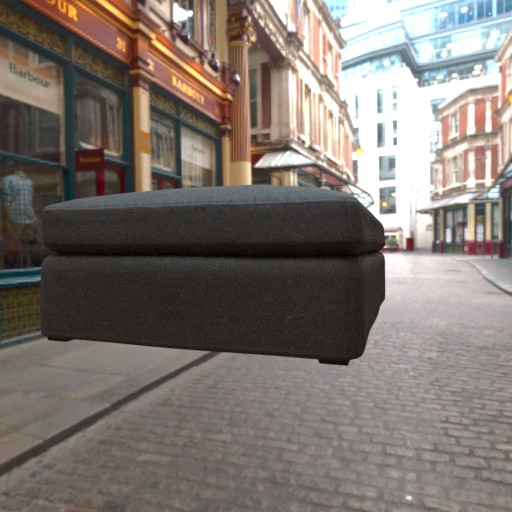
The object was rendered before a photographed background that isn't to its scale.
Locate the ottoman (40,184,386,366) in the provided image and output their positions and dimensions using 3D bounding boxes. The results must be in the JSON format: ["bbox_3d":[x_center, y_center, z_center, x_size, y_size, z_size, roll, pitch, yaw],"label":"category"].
[{"bbox_3d":[0.000,0.000,1.570,0.840,0.429,1.199,0,1,19],"label":"ottoman"}]
